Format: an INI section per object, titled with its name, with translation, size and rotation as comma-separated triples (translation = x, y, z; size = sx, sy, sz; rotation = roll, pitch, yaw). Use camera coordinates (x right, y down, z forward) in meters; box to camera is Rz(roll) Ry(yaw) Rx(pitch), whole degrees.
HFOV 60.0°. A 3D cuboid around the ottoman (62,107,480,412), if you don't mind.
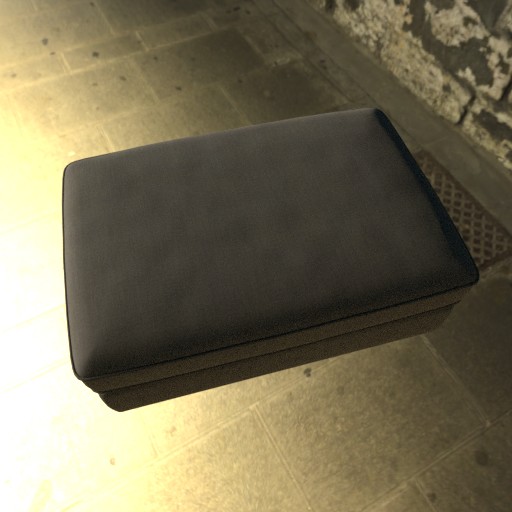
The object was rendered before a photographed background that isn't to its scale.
[ottoman]
translation = 0.000, 0.000, 1.262
size = 0.941, 0.480, 0.636
rotation = -13, 59, -8
